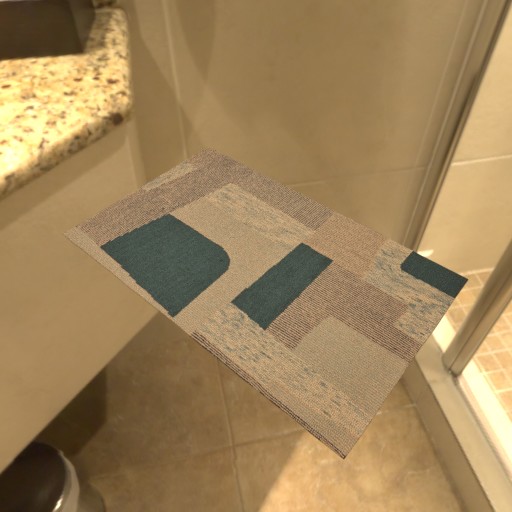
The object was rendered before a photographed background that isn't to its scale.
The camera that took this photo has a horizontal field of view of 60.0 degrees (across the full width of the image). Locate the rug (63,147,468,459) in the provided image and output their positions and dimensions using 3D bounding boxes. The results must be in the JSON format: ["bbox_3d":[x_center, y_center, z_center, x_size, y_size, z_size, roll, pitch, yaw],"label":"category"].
[{"bbox_3d":[0.000,0.000,3.100,2.436,0.015,1.521,32,54,27],"label":"rug"}]
